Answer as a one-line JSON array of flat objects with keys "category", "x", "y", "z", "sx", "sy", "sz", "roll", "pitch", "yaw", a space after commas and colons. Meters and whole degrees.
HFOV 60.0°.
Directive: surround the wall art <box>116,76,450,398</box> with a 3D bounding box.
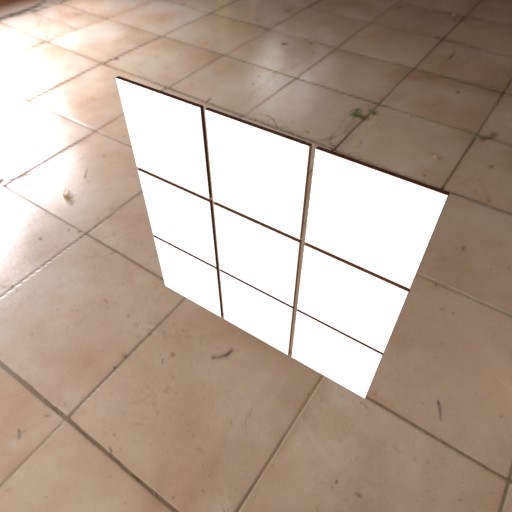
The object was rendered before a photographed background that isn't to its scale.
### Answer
[{"category": "wall art", "x": 0.000, "y": 0.000, "z": 1.895, "sx": 1.256, "sy": 1.246, "sz": 0.017, "roll": 26, "pitch": 52, "yaw": 22}]
